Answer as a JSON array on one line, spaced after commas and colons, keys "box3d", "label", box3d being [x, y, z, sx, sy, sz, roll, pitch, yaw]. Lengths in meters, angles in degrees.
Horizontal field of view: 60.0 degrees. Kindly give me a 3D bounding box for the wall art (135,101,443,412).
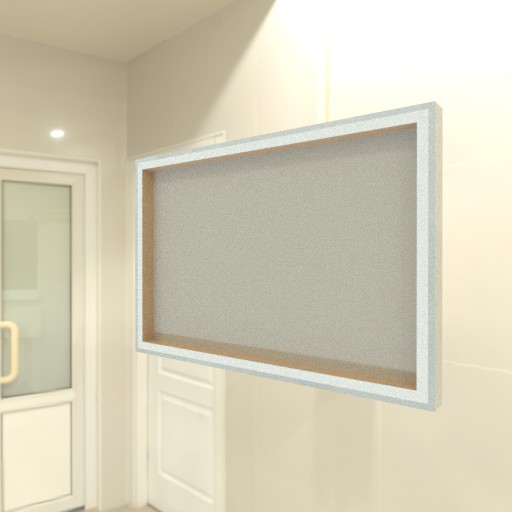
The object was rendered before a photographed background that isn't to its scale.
[{"box3d": [0.000, 0.000, 0.775, 0.609, 0.407, 0.038, 0, 0, 36], "label": "wall art"}]
